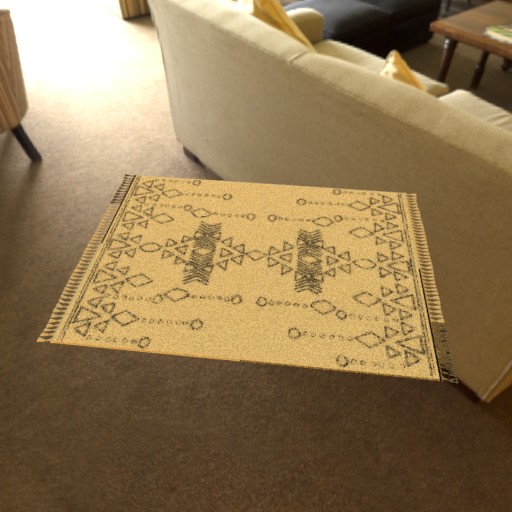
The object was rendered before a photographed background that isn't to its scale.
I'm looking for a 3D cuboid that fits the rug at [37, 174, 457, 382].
[{"bbox_3d":[0.000,0.000,2.963,2.312,0.013,1.600,5,46,4],"label":"rug"}]
